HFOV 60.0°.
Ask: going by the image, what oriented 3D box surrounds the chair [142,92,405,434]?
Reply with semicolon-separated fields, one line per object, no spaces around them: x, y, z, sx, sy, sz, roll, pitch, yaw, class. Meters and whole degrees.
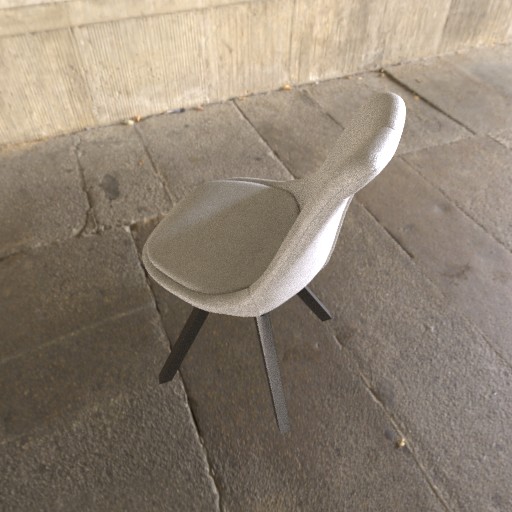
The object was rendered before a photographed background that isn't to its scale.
0.000;0.000;1.143;0.550;0.850;0.485;16;48;15;chair
